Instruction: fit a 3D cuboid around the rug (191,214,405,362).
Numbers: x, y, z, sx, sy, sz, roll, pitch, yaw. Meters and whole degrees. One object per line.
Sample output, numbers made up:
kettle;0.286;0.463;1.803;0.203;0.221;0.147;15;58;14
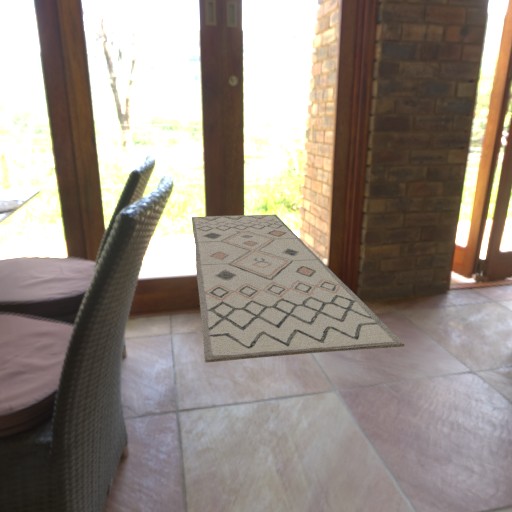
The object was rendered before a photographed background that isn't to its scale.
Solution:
rug;0.000;0.000;2.759;0.750;0.011;2.435;-3;17;-9
